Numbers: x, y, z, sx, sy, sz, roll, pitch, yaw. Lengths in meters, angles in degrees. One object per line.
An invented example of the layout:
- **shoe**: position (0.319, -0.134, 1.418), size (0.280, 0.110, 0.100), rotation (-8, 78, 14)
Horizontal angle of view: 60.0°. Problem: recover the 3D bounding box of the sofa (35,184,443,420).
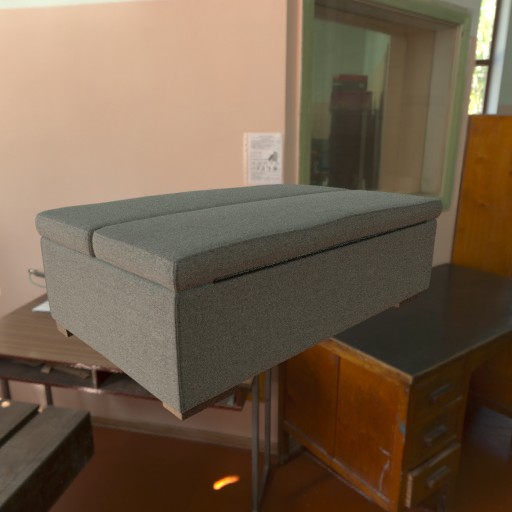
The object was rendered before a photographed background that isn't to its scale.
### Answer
- **sofa**: position (0.000, 0.000, 1.618), size (1.250, 0.434, 0.817), rotation (-14, 21, -42)
